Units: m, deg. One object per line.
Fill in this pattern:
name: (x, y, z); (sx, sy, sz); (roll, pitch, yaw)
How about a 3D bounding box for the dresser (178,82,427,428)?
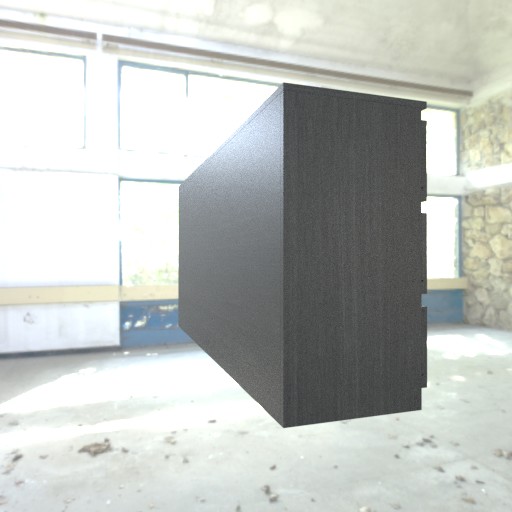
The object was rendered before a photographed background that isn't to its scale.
dresser: (0.000, 0.000, 1.835); (0.400, 0.795, 1.590); (0, 0, -19)
